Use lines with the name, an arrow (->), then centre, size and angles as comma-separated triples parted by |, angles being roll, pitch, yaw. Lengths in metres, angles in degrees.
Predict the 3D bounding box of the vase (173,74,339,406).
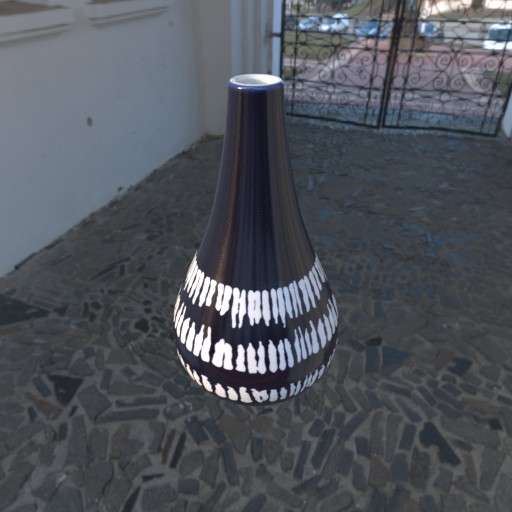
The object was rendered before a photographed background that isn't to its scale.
vase -> 0.000, 0.000, 0.390 | 0.159, 0.295, 0.159 | 0, 33, 0
